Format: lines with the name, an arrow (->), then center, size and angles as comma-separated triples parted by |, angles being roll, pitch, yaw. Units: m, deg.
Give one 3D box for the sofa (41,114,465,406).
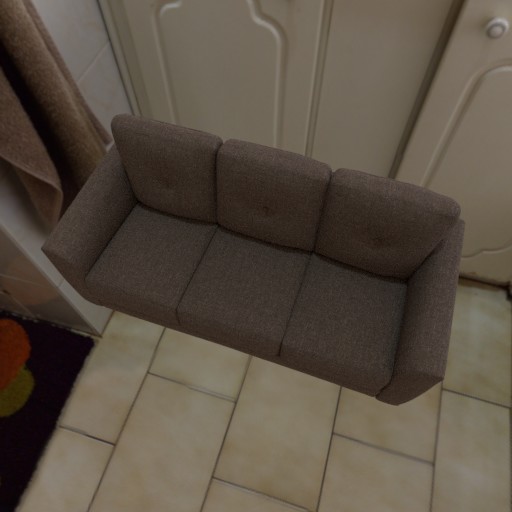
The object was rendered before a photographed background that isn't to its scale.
sofa -> 0.000, 0.000, 2.234 | 1.847, 0.891, 0.837 | 17, 60, 10
